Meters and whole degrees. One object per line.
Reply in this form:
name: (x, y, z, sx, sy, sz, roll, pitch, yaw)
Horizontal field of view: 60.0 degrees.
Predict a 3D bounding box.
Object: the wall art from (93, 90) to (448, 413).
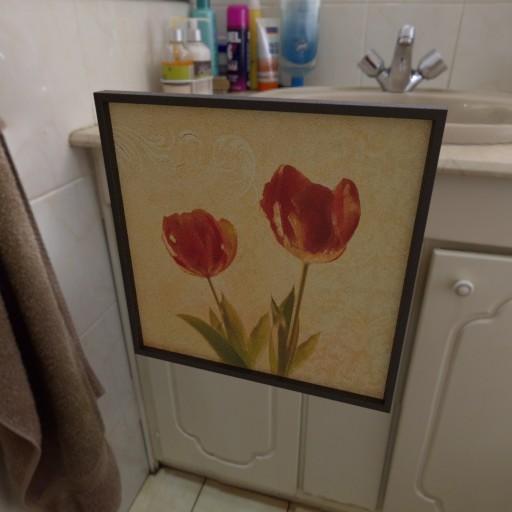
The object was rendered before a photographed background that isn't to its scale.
wall art: (0.000, 0.000, 0.513, 0.349, 0.349, 0.038, 9, 29, 16)
